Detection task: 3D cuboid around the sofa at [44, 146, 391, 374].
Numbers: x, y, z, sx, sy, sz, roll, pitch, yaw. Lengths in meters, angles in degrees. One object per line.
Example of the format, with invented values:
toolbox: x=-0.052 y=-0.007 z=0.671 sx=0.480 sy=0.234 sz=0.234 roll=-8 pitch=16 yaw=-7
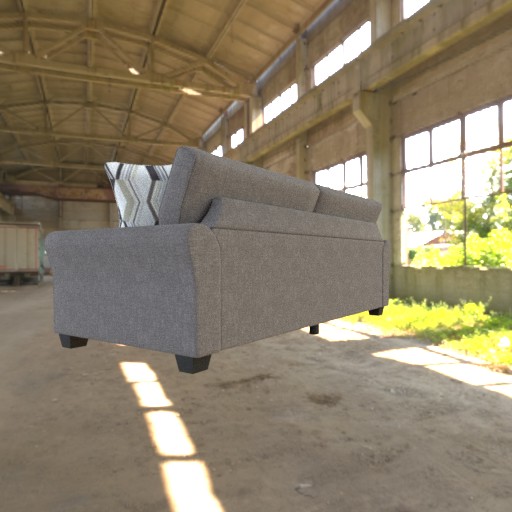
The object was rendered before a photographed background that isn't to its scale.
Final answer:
sofa: x=0.000 y=0.000 z=2.527 sx=0.889 sy=0.813 sz=2.032 roll=0 pitch=0 yaw=35
